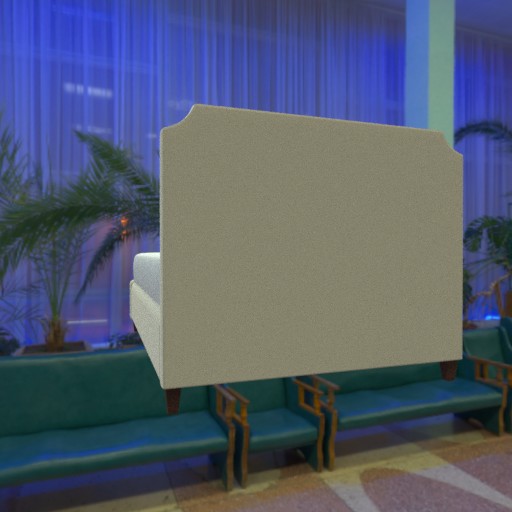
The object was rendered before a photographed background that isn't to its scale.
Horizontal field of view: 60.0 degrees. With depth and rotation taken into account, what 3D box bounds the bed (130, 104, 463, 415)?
[{"bbox_3d":[0.000,0.000,3.339,1.703,1.415,2.329,0,1,-19],"label":"bed"}]
